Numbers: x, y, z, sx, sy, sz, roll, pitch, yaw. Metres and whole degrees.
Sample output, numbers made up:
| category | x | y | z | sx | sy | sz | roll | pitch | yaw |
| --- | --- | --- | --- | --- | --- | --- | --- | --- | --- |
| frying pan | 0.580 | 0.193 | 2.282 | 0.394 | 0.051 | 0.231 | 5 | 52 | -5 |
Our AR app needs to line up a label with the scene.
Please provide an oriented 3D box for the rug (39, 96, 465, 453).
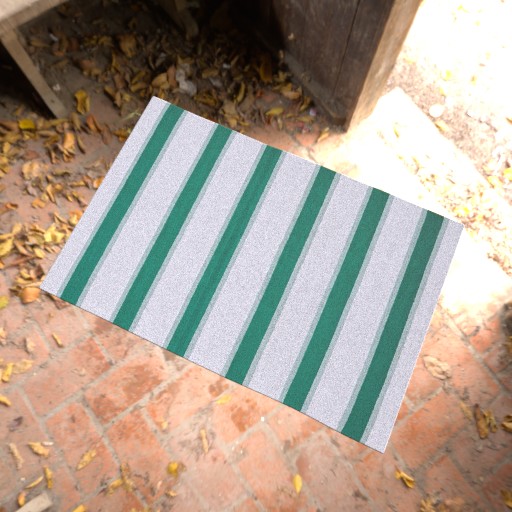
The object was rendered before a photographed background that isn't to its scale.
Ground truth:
| category | x | y | z | sx | sy | sz | roll | pitch | yaw |
| --- | --- | --- | --- | --- | --- | --- | --- | --- | --- |
| rug | 0.000 | 0.000 | 2.255 | 1.829 | 0.012 | 1.210 | 24 | 76 | 6 |
